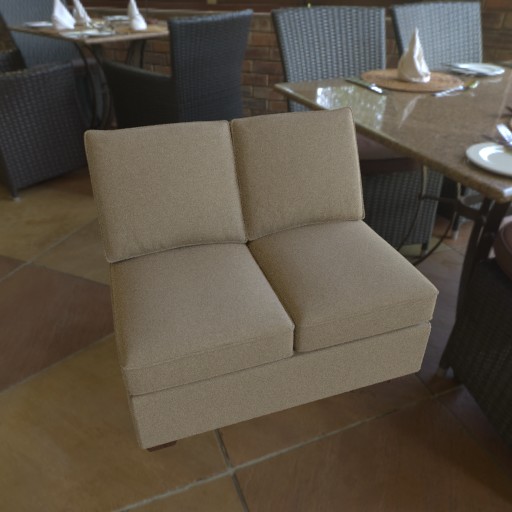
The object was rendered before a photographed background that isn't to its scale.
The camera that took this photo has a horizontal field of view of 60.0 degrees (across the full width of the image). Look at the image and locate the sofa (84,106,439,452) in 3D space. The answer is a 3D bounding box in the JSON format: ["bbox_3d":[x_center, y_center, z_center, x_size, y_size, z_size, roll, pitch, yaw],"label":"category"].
[{"bbox_3d":[0.000,0.000,1.910,1.237,1.008,0.951,-10,34,-16],"label":"sofa"}]
